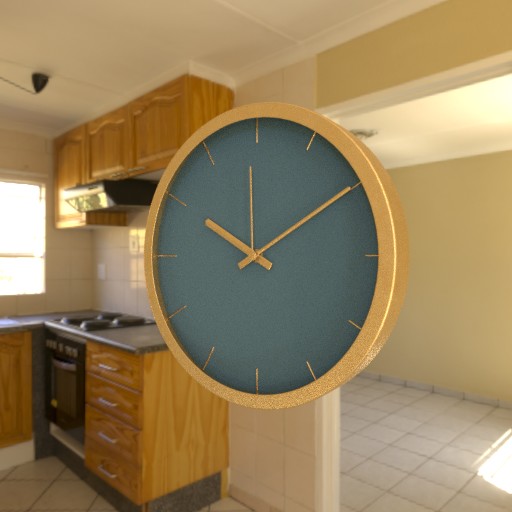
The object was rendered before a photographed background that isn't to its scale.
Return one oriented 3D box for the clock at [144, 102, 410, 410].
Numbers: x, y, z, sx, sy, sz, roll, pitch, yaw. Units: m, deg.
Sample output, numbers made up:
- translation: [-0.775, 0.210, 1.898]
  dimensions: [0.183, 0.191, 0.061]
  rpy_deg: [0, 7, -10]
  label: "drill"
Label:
- translation: [0.000, 0.000, 0.475]
  dimensions: [0.314, 0.314, 0.040]
  rpy_deg: [0, 0, 35]
  label: "clock"
